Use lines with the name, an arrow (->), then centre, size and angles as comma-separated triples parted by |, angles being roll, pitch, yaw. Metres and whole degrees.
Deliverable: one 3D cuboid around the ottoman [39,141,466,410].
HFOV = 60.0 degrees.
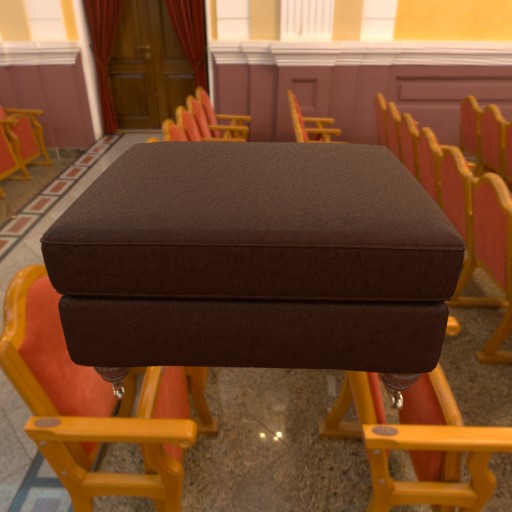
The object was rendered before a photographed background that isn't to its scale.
ottoman -> 0.000, 0.000, 1.757 | 1.187, 0.730, 0.967 | 1, 29, 2
